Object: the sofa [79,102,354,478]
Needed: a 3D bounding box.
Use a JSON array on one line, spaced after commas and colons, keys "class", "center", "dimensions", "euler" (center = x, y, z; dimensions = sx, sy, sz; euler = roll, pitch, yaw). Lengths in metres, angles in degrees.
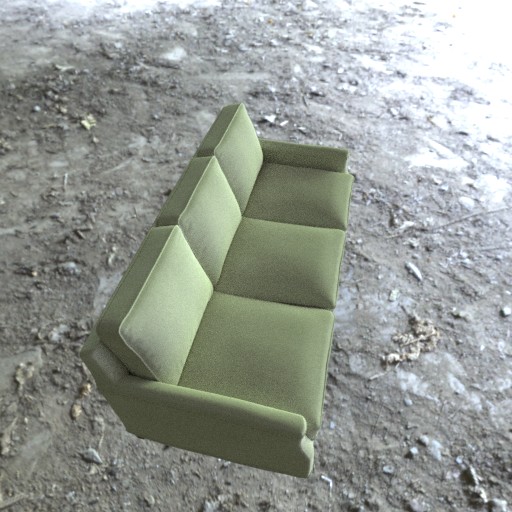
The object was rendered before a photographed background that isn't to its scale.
[{"class": "sofa", "center": [0.000, 0.000, 2.786], "dimensions": [1.084, 1.003, 2.246], "euler": [10, 47, 9]}]
